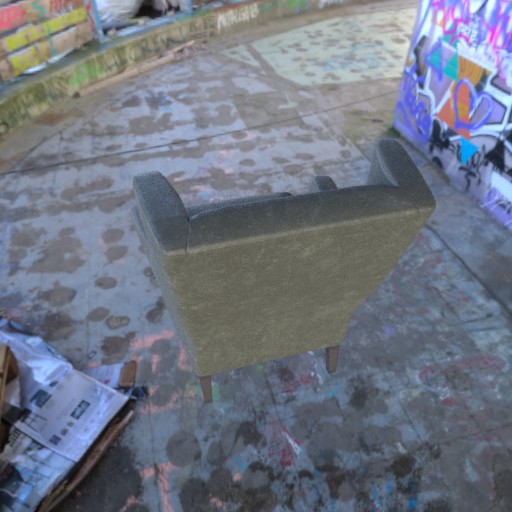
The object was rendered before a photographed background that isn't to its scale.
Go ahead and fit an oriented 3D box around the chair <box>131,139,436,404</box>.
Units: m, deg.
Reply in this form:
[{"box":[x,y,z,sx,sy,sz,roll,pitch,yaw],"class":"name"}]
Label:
[{"box":[0.000,0.000,1.657,0.853,1.016,0.926,-10,42,-11],"class":"chair"}]
